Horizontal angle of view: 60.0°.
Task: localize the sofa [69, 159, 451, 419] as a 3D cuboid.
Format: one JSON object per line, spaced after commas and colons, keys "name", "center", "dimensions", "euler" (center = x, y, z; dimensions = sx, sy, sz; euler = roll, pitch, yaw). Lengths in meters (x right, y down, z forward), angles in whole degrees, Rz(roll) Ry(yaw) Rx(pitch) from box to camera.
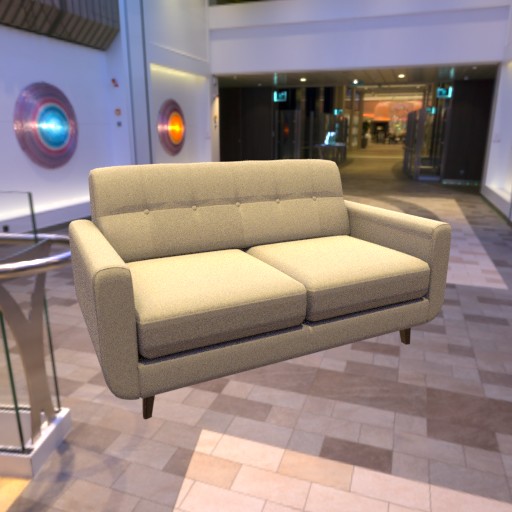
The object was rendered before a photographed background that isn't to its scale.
{"name": "sofa", "center": [0.000, 0.000, 2.220], "dimensions": [1.655, 0.892, 0.980], "euler": [-8, 18, -26]}
